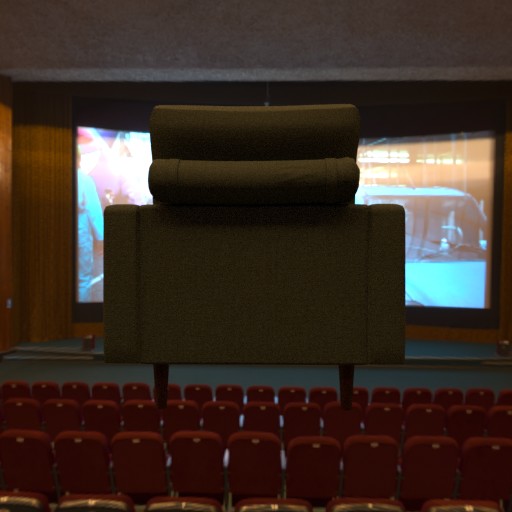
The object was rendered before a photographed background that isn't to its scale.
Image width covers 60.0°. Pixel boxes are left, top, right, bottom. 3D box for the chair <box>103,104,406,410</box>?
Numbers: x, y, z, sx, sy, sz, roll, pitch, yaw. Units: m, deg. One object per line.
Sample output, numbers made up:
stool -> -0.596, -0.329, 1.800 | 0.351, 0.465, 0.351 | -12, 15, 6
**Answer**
chair -> 0.000, 0.000, 1.559 | 0.821, 0.880, 0.843 | 0, 1, 1
